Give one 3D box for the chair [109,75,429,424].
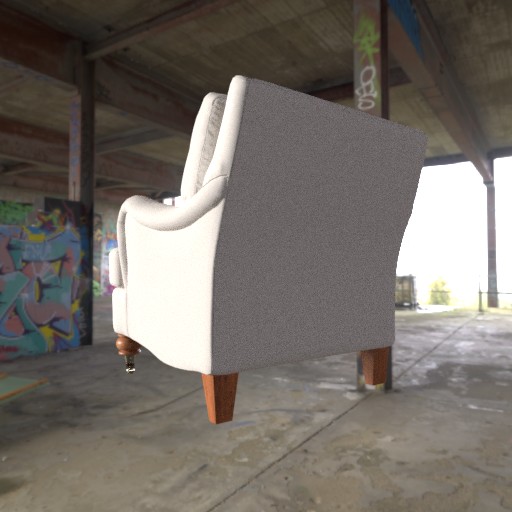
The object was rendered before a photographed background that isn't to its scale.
[{"bbox_3d":[0.000,0.000,1.846,0.955,1.038,1.070,1,-2,-37],"label":"chair"}]
